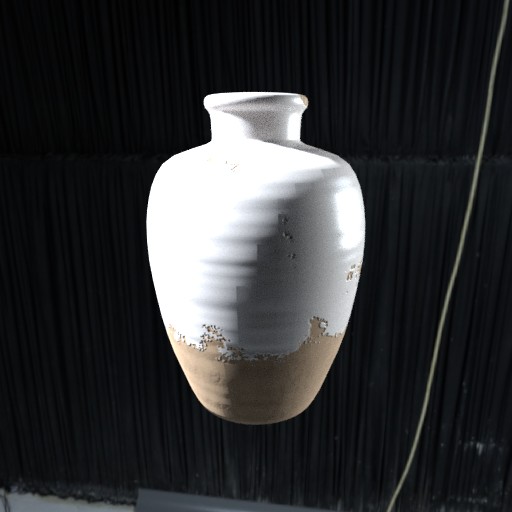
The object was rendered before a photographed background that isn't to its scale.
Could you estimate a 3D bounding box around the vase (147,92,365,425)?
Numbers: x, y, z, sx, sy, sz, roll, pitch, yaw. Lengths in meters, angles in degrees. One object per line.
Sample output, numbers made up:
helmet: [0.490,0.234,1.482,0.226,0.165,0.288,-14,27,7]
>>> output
vase: [0.000,0.000,0.336,0.158,0.228,0.158,0,16,0]
